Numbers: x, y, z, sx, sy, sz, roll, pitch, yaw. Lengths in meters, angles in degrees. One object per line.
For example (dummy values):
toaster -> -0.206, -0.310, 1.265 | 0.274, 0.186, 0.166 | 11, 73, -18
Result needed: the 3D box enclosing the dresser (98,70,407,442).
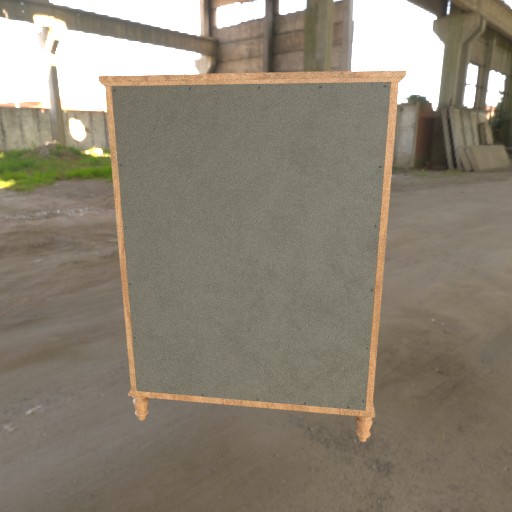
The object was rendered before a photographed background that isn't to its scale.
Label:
dresser -> 0.000, 0.000, 1.787 | 0.973, 1.318, 0.484 | 2, 16, 8
